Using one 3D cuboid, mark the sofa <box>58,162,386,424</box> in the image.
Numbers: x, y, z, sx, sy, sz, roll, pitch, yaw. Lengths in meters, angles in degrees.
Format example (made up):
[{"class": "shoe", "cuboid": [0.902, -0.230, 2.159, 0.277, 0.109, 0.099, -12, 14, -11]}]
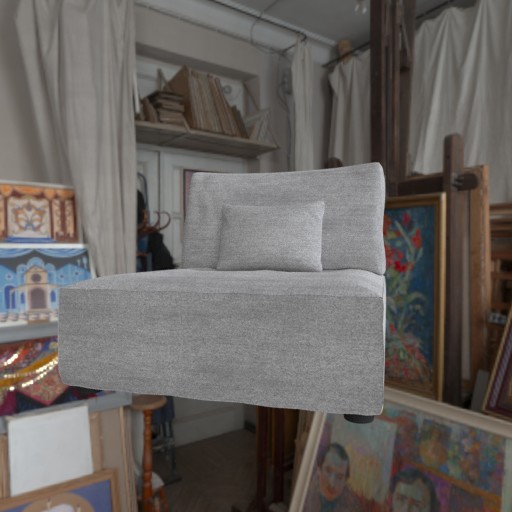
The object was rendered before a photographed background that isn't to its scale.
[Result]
[{"class": "sofa", "cuboid": [0.000, 0.000, 1.655, 0.930, 0.820, 1.000, 0, 0, 16]}]
